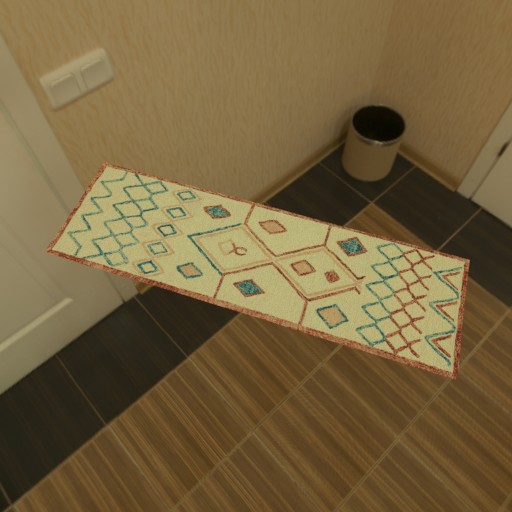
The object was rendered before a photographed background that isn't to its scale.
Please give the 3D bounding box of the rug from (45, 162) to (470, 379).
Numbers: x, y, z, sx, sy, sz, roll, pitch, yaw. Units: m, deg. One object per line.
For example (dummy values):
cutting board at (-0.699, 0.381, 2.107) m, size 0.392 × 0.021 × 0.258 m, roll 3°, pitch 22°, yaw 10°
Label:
rug at (0.000, 0.000, 2.656) m, size 2.435 × 0.011 × 0.750 m, roll 16°, pitch 61°, yaw 9°
